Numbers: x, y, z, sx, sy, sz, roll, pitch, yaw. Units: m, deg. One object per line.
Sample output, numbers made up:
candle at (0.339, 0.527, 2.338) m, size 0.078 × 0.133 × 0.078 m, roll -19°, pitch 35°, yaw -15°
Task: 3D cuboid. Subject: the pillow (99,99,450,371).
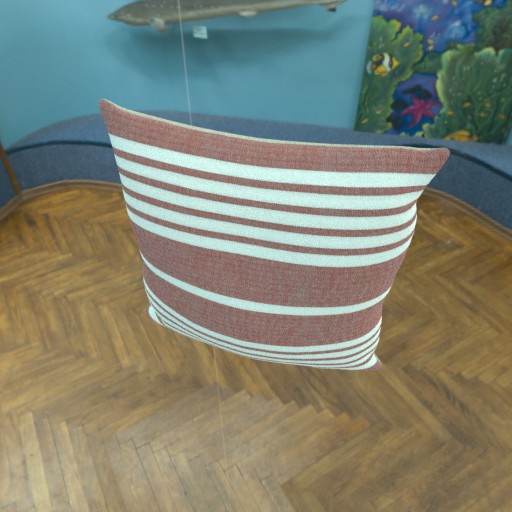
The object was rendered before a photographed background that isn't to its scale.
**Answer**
pillow at (0.000, 0.000, 0.659) m, size 0.439 × 0.427 × 0.182 m, roll 11°, pitch 43°, yaw 12°
